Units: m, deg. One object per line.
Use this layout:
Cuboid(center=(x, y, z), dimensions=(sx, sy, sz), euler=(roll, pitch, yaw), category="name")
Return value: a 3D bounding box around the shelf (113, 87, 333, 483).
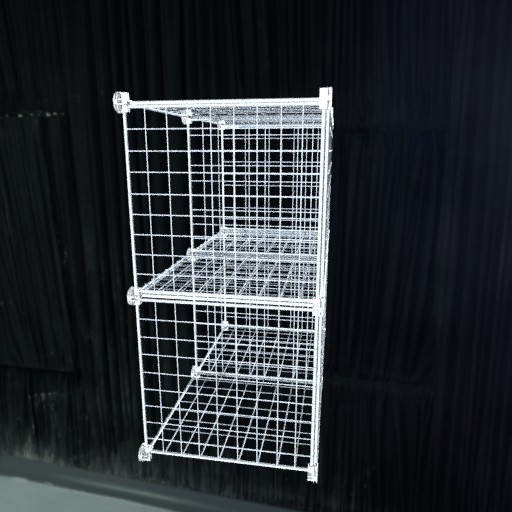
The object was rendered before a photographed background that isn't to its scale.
Cuboid(center=(0.000, 0.000, 1.122), dimensions=(0.356, 0.711, 0.711), euler=(2, 14, 10), category="shelf")
